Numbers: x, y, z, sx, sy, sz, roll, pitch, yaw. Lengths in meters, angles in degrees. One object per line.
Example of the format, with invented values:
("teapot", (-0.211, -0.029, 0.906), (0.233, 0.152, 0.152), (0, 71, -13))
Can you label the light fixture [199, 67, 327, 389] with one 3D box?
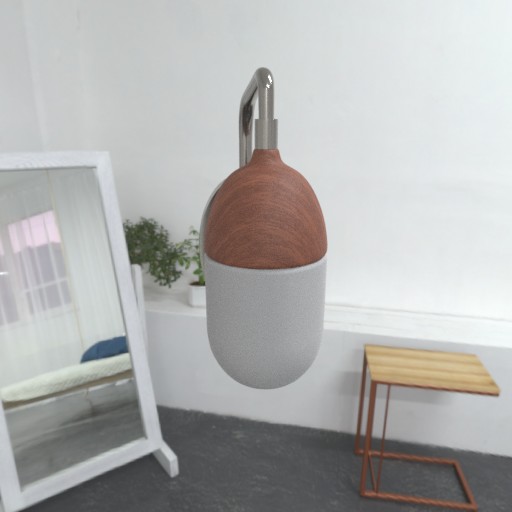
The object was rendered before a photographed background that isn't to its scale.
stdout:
("light fixture", (0.000, 0.000, 0.444), (0.108, 0.343, 0.216), (-3, 17, -8))
